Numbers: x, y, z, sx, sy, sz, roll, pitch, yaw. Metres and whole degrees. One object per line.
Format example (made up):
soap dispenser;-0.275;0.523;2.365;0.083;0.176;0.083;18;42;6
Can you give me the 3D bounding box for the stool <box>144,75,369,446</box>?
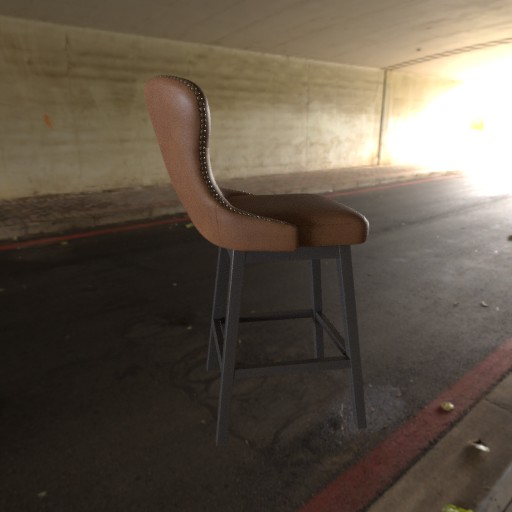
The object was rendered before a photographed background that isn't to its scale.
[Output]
stool;0.000;0.000;1.332;0.593;0.971;0.528;-3;16;-10
